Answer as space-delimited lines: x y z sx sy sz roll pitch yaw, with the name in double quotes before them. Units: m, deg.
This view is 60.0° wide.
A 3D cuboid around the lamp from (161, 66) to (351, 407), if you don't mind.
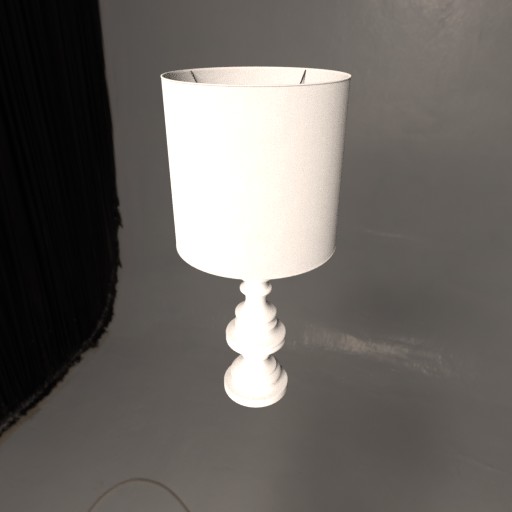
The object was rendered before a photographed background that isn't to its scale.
"lamp" 0.000 0.000 0.598 0.208 0.455 0.208 9 29 16
